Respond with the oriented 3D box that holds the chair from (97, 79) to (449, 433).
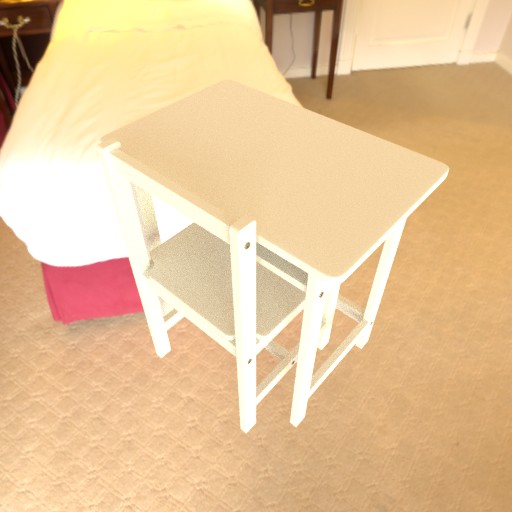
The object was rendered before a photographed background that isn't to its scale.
[{"bbox_3d":[0.000,0.000,1.058,0.599,0.673,0.461,32,53,28],"label":"chair"}]
